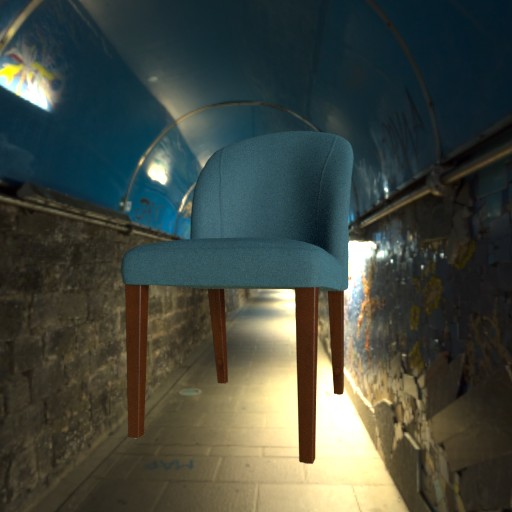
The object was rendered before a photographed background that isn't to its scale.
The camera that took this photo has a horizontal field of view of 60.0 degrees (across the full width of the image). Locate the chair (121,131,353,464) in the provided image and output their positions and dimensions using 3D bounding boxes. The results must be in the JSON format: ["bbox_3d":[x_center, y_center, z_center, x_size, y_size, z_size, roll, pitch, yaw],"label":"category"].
[{"bbox_3d":[0.000,0.000,1.262,0.507,0.879,0.620,0,-1,19],"label":"chair"}]
